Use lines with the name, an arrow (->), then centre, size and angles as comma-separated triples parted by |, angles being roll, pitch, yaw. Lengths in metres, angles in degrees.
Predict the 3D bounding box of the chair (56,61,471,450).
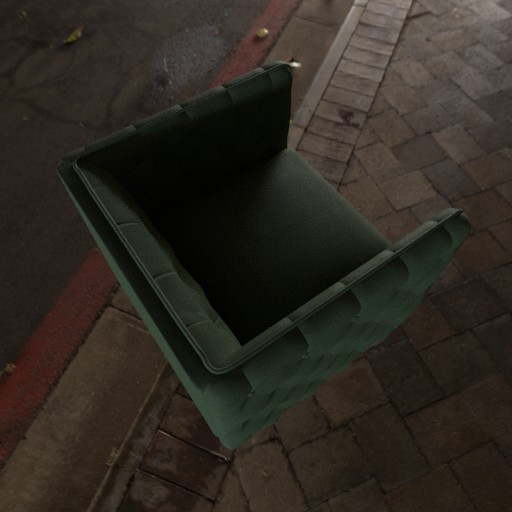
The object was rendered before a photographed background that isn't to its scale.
chair -> 0.000, 0.000, 1.538 | 0.855, 0.768, 0.917 | -31, 64, -18
